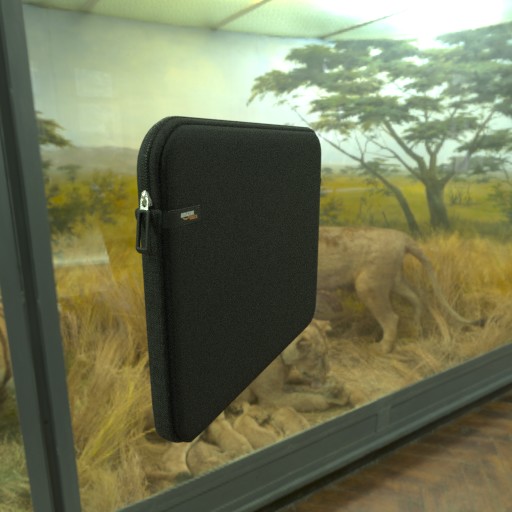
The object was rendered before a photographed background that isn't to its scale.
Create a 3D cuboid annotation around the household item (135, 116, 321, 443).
[{"bbox_3d":[0.000,0.000,0.529,0.030,0.305,0.396,7,16,26],"label":"household item"}]
